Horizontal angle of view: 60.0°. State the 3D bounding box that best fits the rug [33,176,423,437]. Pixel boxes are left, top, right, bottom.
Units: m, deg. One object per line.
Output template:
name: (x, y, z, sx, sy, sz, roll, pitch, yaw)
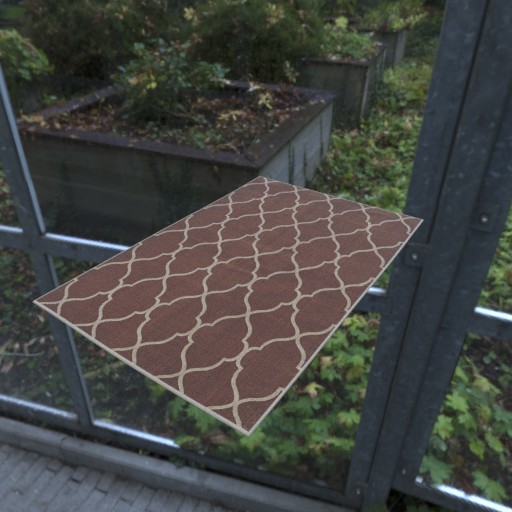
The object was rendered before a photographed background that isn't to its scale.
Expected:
rug: (0.000, 0.000, 2.939, 1.528, 0.014, 2.294, 20, 38, 29)
